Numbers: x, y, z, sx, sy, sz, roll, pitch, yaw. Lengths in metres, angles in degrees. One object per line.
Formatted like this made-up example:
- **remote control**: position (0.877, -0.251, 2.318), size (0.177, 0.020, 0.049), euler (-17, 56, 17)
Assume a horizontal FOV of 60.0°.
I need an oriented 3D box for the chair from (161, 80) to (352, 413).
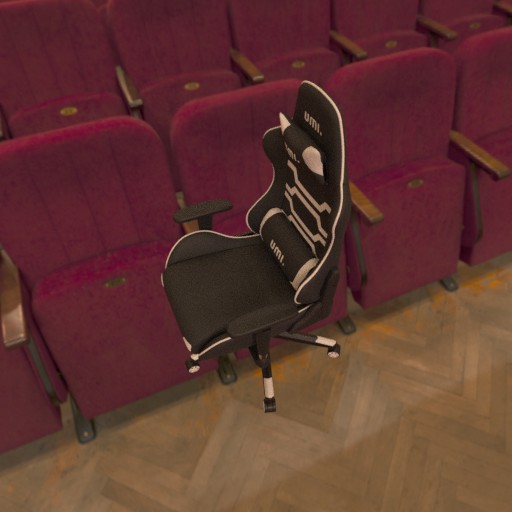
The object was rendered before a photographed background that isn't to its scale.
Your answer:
- **chair**: position (0.000, 0.000, 1.681), size (0.700, 1.240, 0.700), euler (-18, 49, -16)
